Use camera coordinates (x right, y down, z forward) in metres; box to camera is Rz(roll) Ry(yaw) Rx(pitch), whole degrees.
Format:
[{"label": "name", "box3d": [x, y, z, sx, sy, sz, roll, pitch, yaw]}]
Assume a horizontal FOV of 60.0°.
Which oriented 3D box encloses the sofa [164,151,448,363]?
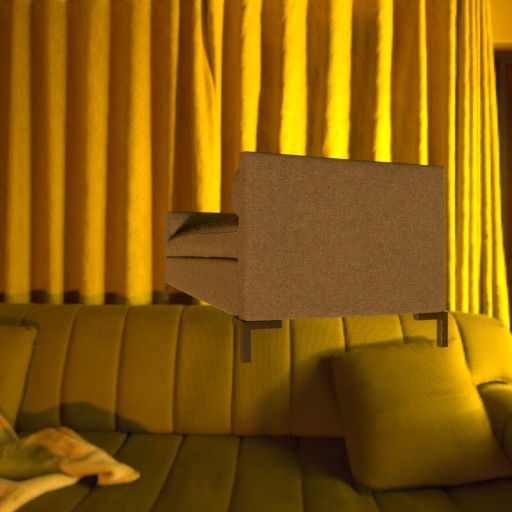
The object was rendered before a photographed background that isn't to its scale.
[{"label": "sofa", "box3d": [0.000, 0.000, 2.467, 0.797, 0.657, 2.102, 0, 0, -18]}]
